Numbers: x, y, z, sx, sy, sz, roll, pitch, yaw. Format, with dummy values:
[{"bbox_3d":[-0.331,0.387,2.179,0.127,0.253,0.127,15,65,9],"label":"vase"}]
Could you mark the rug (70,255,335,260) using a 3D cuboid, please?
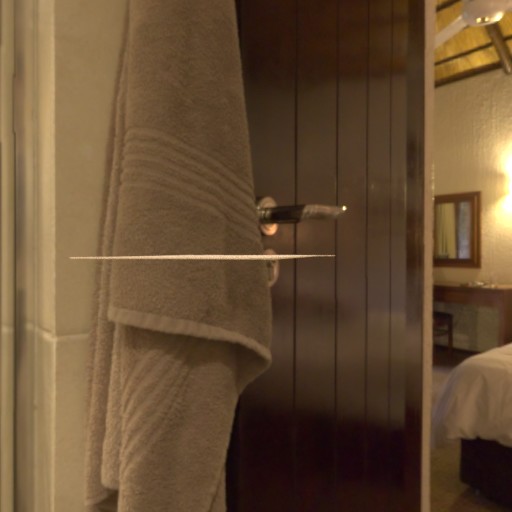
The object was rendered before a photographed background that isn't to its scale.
[{"bbox_3d":[0.000,0.000,2.558,0.712,0.013,2.346,0,0,15],"label":"rug"}]
